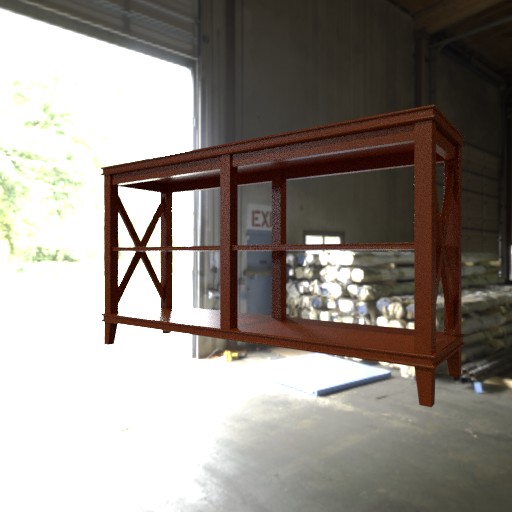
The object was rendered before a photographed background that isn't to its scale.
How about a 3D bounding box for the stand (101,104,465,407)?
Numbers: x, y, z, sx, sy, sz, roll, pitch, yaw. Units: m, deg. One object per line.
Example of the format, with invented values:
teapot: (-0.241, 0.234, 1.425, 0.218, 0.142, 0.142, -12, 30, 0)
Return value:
stand: (0.000, 0.000, 1.660, 1.372, 0.762, 0.381, 0, 0, 36)
